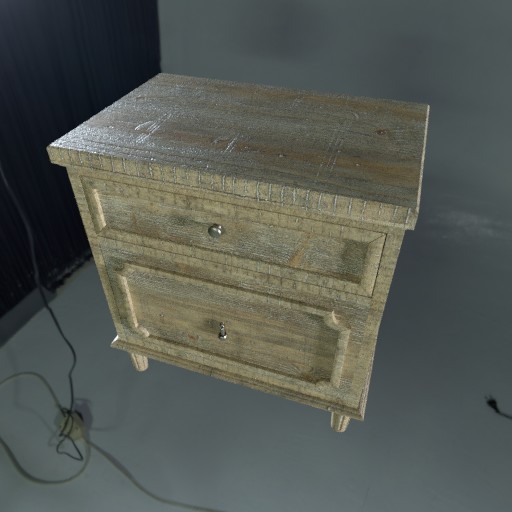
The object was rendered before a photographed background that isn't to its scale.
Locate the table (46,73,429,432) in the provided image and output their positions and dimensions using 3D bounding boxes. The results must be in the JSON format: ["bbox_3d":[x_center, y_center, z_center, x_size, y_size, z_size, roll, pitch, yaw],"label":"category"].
[{"bbox_3d":[0.000,0.000,1.141,0.686,0.711,0.457,12,42,14],"label":"table"}]
